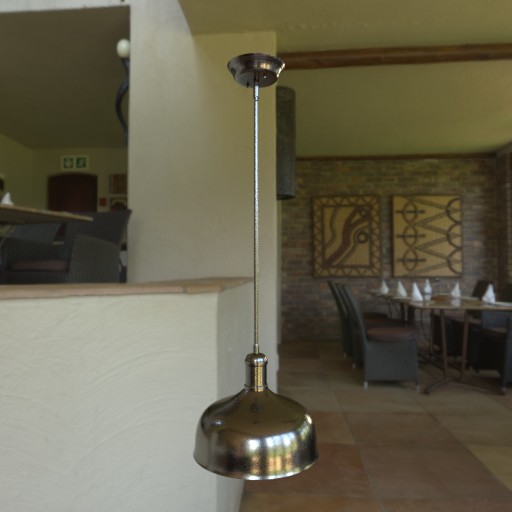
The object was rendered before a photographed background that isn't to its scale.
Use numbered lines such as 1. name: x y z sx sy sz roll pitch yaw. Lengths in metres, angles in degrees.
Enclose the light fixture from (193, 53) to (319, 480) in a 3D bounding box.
1. light fixture: 0.000 0.000 1.080 0.299 0.935 0.299 2 -2 -38
